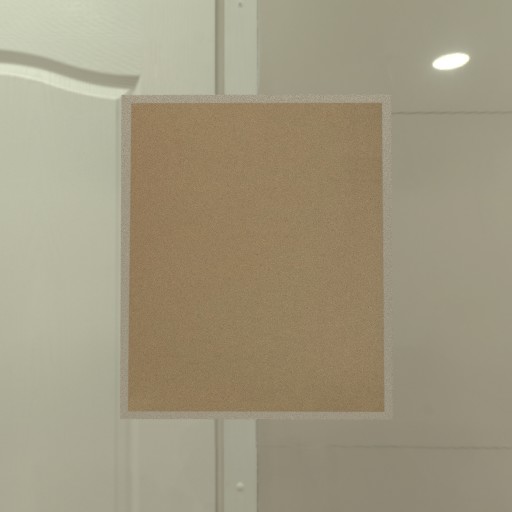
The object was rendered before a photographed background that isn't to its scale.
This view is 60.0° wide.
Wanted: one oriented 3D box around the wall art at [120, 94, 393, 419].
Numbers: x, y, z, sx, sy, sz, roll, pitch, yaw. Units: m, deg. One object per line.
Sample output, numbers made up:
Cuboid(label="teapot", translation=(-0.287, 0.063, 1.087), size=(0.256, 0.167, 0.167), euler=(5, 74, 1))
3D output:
Cuboid(label="wall art", translation=(0.000, 0.000, 0.630), size=(0.382, 0.456, 0.013), euler=(0, -1, 0))
